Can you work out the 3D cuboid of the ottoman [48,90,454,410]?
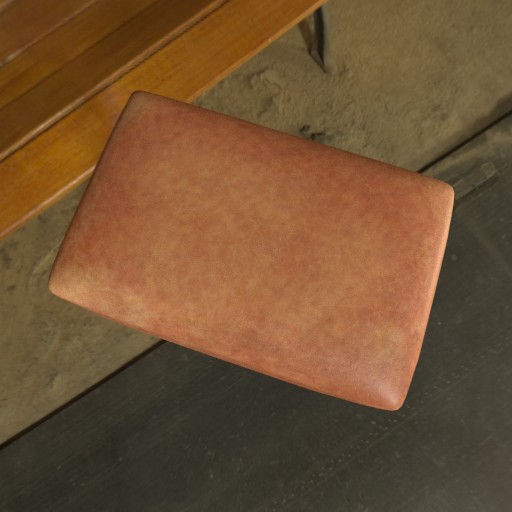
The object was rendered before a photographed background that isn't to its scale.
[{"bbox_3d":[0.000,0.000,1.193,0.852,0.507,0.565,18,77,4],"label":"ottoman"}]
